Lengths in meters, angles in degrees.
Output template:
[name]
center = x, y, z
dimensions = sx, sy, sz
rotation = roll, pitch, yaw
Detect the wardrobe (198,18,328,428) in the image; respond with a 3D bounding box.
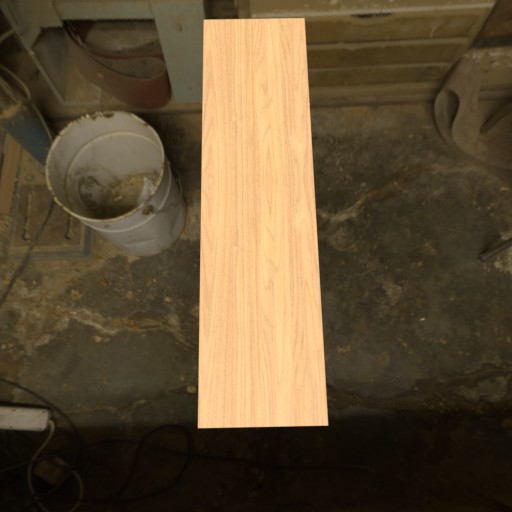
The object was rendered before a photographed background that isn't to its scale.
[wardrobe]
center = 0.000, 0.000, 3.309
dimensions = 0.590, 2.260, 2.160
rotation = -1, 75, 0
